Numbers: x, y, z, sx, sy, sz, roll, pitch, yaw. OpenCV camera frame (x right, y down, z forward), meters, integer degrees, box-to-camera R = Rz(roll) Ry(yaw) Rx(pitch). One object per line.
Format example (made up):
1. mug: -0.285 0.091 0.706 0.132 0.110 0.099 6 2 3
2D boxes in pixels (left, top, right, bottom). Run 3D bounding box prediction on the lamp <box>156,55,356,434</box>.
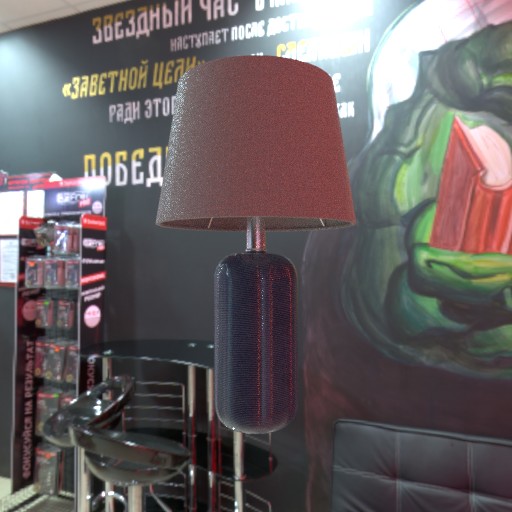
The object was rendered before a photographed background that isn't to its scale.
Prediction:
1. lamp: 0.000 0.000 0.572 0.253 0.428 0.253 0 0 0
